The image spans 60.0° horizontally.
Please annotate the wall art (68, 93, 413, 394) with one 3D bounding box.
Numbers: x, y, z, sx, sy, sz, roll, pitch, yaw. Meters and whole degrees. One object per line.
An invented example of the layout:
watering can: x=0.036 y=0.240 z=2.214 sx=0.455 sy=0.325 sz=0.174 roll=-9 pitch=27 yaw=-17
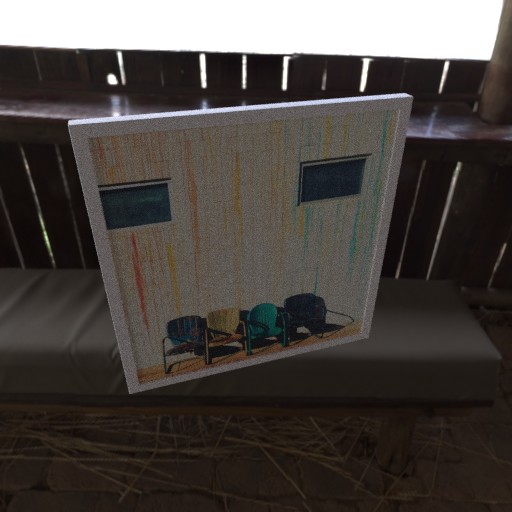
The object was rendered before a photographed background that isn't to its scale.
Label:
wall art: x=0.000 y=0.000 z=1.159 sx=0.760 sy=0.760 sz=0.036 roll=-10 pitch=34 yaw=-15
